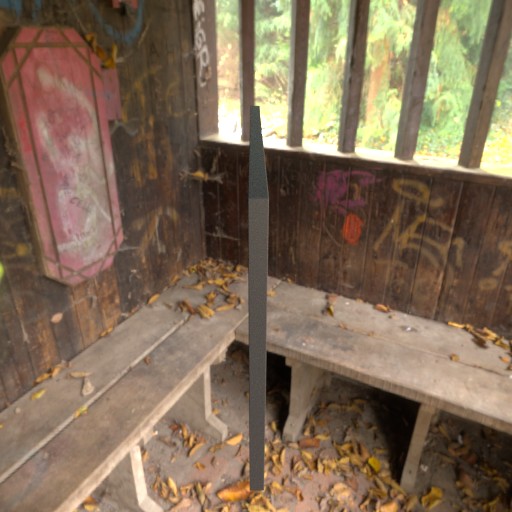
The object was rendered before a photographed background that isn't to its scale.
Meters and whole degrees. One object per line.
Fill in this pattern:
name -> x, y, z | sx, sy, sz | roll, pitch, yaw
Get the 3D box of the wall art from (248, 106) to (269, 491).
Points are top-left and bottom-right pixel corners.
wall art -> 0.000, 0.000, 0.566 | 0.016, 0.306, 0.432 | 0, 27, 0
